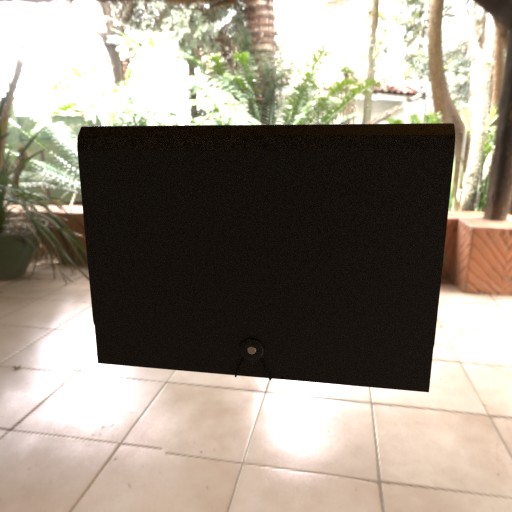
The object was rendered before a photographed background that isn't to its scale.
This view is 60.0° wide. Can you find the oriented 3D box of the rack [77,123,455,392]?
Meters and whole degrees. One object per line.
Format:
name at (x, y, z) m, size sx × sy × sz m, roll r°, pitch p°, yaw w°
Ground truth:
rack at (0.000, 0.000, 0.424) m, size 0.330 × 0.241 × 0.041 m, roll 2°, pitch 14°, yaw 10°
